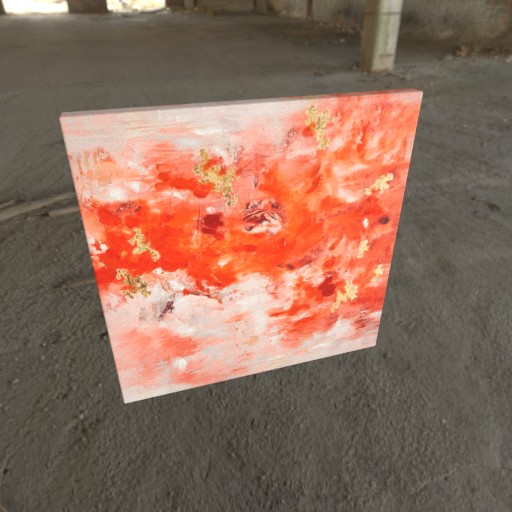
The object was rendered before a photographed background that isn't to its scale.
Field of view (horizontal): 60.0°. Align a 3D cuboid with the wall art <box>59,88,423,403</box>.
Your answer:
[{"bbox_3d":[0.000,0.000,1.095,0.747,0.746,0.064,-9,33,-15],"label":"wall art"}]
